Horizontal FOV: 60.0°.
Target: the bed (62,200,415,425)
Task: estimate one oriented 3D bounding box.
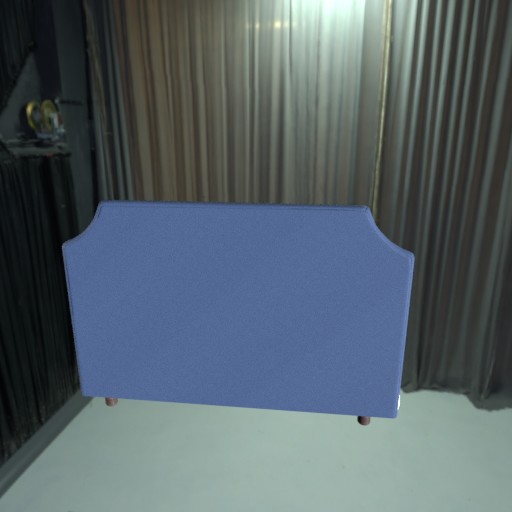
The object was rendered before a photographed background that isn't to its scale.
[{"bbox_3d":[0.000,0.000,4.158,2.350,1.488,2.773,2,17,6],"label":"bed"}]
